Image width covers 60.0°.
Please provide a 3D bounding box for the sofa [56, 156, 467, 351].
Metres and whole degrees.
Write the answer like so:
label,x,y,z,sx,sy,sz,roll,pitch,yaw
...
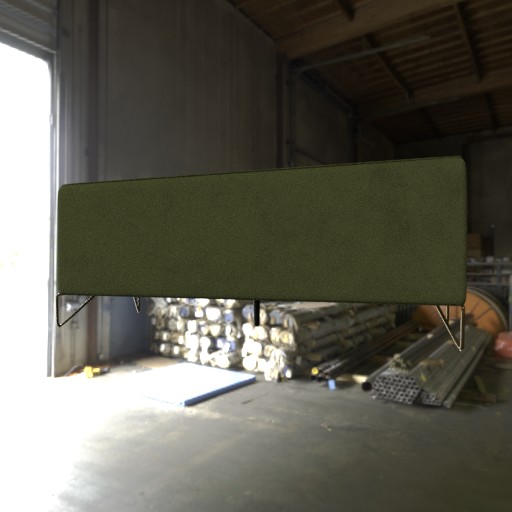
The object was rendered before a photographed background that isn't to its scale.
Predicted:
label,x,y,z,sx,sy,sz,roll,pitch,yaw
sofa,0.000,0.000,2.494,2.087,0.789,0.867,0,-1,19
